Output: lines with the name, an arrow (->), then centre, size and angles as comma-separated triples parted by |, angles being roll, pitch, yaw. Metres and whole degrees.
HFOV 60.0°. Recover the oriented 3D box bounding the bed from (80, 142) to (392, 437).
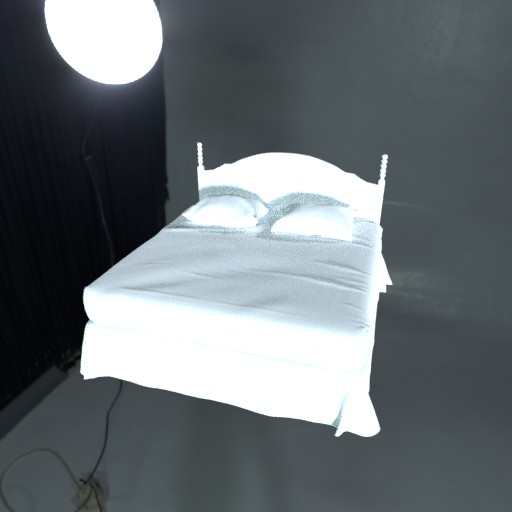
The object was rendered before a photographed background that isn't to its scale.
bed -> 0.000, 0.000, 3.709 | 2.322, 1.355, 2.219 | 7, 27, 15
